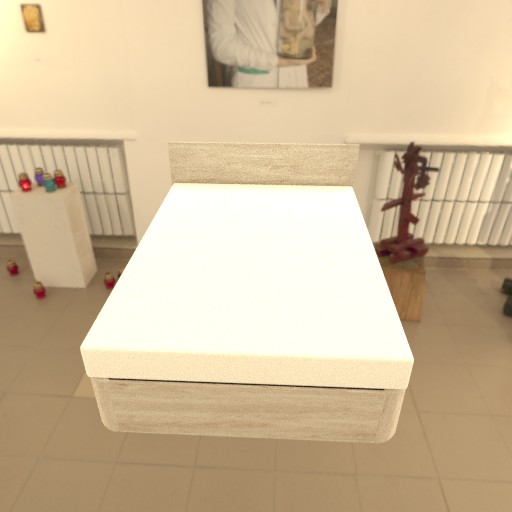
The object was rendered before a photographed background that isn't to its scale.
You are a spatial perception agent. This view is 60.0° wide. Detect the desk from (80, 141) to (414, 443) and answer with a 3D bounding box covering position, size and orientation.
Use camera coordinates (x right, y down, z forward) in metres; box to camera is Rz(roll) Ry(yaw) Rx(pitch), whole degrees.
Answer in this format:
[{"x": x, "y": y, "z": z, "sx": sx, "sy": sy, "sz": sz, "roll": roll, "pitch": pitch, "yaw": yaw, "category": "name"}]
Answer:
[{"x": 0.000, "y": 0.000, "z": 2.635, "sx": 1.400, "sy": 0.800, "sz": 1.900, "roll": 2, "pitch": 31, "yaw": 3, "category": "desk"}]
